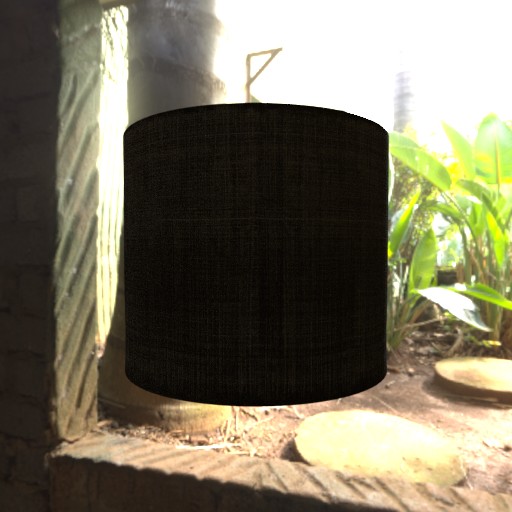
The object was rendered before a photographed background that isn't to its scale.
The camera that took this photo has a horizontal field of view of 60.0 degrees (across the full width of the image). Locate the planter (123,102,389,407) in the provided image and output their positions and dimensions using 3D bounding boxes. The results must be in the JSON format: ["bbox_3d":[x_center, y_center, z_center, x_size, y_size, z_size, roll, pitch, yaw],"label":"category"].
[{"bbox_3d":[0.000,0.000,0.443,0.254,0.221,0.254,0,0,0],"label":"planter"}]
